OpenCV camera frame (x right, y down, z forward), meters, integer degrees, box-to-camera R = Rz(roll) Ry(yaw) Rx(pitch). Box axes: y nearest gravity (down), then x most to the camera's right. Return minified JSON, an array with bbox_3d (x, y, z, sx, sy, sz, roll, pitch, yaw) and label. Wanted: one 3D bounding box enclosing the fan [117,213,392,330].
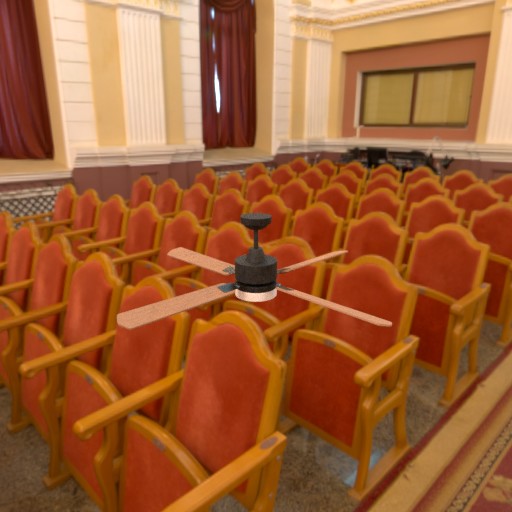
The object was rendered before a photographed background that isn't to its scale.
[{"bbox_3d":[0.000,0.000,1.936,1.320,0.355,1.320,-15,22,-42],"label":"fan"}]
